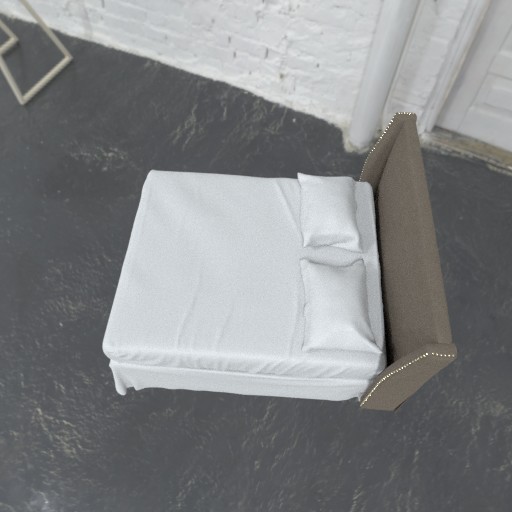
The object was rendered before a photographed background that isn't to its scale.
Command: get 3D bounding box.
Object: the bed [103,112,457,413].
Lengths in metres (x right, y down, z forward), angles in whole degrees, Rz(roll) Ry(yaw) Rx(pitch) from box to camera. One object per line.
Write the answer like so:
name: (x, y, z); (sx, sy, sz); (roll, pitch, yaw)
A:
bed: (0.000, 0.000, 3.400); (2.276, 1.332, 1.925); (4, 58, 2)
